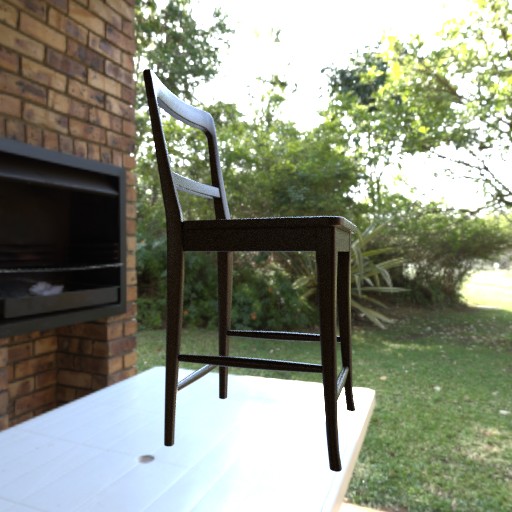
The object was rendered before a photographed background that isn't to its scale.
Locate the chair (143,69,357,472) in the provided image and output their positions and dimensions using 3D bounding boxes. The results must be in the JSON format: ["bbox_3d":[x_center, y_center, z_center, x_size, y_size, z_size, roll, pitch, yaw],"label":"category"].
[{"bbox_3d":[0.000,0.000,1.293,0.546,0.991,0.450,0,1,17],"label":"chair"}]
